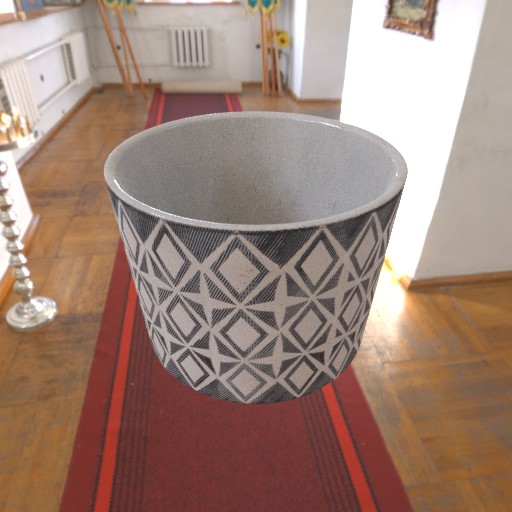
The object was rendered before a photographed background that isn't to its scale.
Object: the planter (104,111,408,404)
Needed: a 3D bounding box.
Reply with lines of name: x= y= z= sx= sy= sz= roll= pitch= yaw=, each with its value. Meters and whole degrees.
planter: x=0.000 y=0.000 z=0.455 sx=0.260 sy=0.220 sz=0.260 roll=0 pitch=34 yaw=0
